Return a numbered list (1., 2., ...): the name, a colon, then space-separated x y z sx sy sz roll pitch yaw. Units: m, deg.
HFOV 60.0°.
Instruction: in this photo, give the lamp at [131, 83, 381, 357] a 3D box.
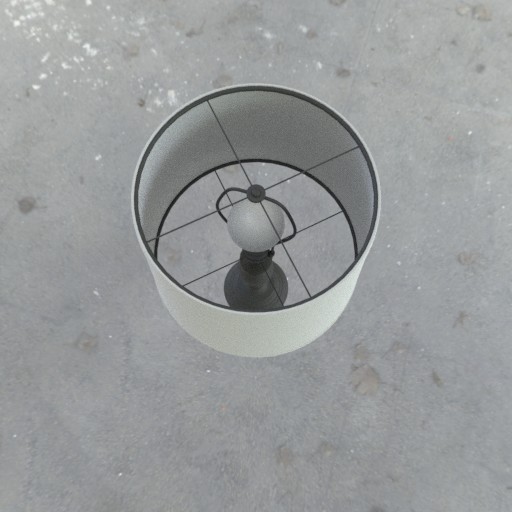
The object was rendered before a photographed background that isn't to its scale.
1. lamp: 0.000 0.000 0.689 0.310 0.501 0.310 0 75 0
